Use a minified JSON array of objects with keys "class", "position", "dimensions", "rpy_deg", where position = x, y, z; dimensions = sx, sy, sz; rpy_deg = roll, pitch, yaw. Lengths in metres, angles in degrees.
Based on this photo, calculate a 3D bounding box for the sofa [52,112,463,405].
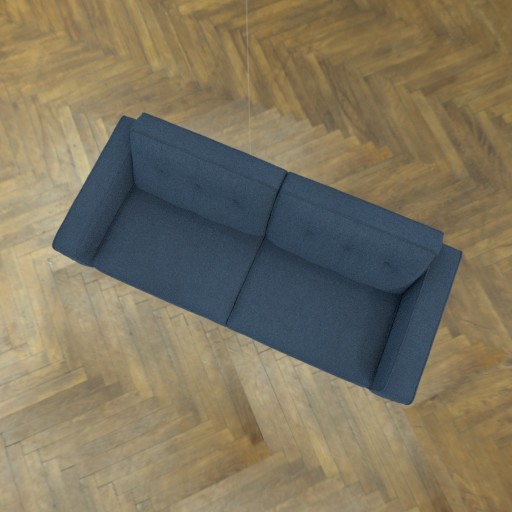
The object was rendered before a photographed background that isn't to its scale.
[{"class":"sofa","position":[0.000,0.000,2.762],"dimensions":[2.270,0.782,0.953],"rpy_deg":[23,78,5]}]
